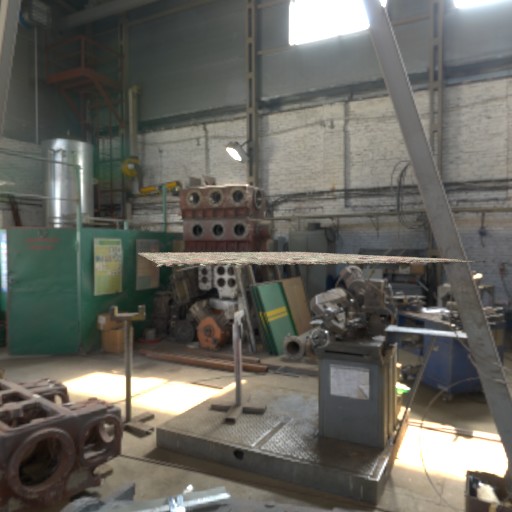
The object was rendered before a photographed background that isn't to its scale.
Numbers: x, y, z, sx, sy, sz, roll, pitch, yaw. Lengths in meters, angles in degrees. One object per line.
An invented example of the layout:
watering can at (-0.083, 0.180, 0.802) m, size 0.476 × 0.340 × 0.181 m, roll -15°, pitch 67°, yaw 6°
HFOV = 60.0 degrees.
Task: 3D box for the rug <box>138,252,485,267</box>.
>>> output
rug at (0.000, 0.000, 3.013) m, size 1.524 × 0.011 × 2.438 m, roll 0°, pitch 2°, yaw -17°
